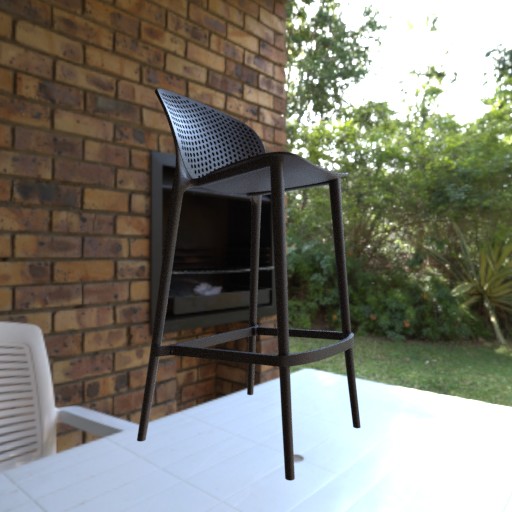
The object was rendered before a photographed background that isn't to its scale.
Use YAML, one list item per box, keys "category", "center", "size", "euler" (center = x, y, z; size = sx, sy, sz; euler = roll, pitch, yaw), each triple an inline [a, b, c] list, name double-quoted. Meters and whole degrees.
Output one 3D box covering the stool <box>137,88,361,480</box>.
- category: "stool"
  center: [0.000, 0.000, 1.333]
  size: [0.535, 1.045, 0.536]
  euler: [0, 0, 36]
